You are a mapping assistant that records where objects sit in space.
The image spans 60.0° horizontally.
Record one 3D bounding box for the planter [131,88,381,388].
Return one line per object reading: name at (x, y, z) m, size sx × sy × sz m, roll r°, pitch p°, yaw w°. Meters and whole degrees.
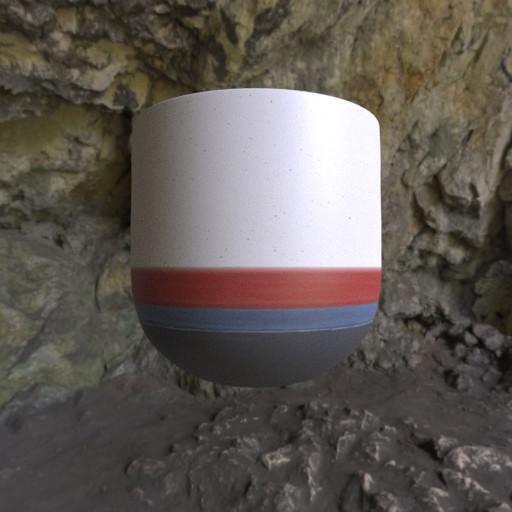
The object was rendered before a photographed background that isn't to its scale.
planter at (0.000, 0.000, 0.492) m, size 0.268 × 0.270 × 0.268 m, roll 0°, pitch -1°, yaw 0°
